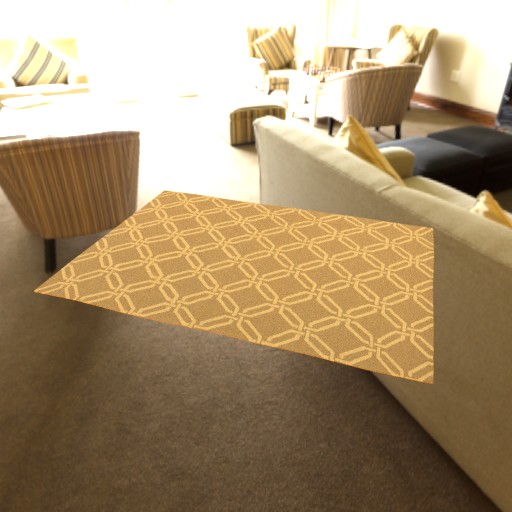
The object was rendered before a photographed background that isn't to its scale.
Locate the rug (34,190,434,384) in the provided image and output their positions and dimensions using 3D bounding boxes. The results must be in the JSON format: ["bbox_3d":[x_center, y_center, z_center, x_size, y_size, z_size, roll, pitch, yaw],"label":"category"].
[{"bbox_3d":[0.000,0.000,2.803,2.135,0.013,1.524,10,33,16],"label":"rug"}]
